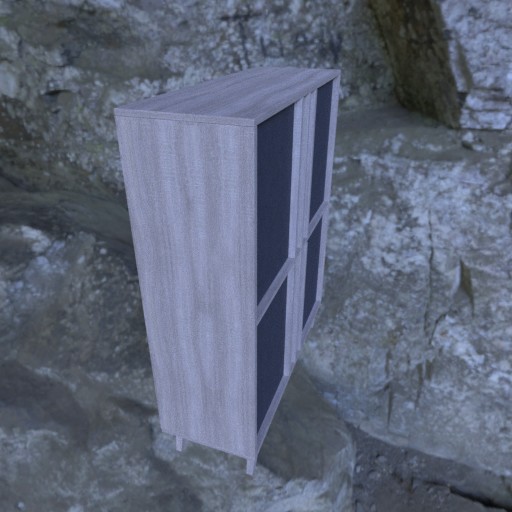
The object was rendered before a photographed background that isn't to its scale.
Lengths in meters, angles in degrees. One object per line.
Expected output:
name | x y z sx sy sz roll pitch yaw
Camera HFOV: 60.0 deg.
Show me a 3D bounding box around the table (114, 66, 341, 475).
table | 0.000 0.000 1.903 0.398 1.388 1.111 10 30 18
